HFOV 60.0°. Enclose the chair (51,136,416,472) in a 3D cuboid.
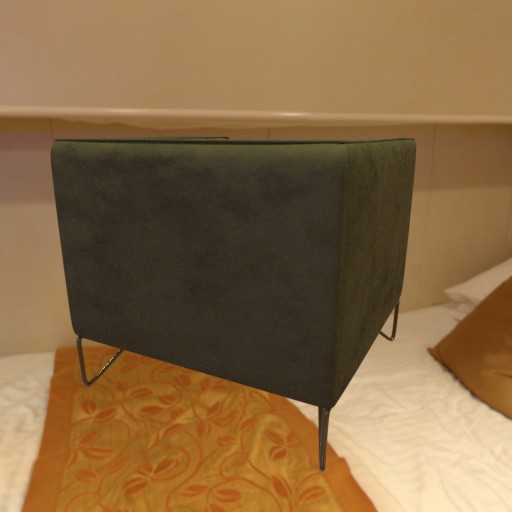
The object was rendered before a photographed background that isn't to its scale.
[{"bbox_3d":[0.000,0.000,1.518,0.880,0.790,0.894,8,18,27],"label":"chair"}]
